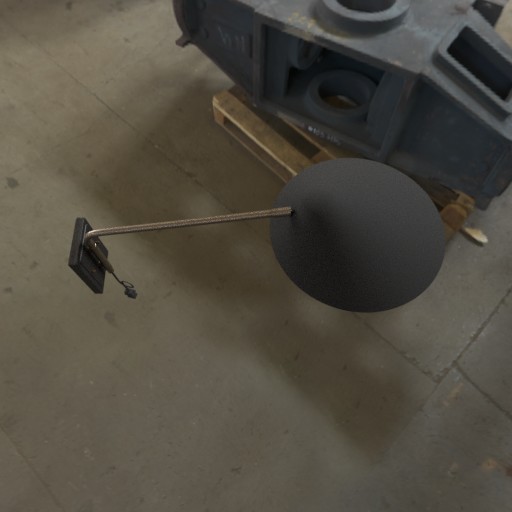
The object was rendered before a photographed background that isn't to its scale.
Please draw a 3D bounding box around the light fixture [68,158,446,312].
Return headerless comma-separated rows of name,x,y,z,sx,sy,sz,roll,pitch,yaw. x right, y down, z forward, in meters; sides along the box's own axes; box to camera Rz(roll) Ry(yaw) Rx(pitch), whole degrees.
light fixture,0.000,0.000,0.680,0.516,0.312,0.240,-1,65,-1
